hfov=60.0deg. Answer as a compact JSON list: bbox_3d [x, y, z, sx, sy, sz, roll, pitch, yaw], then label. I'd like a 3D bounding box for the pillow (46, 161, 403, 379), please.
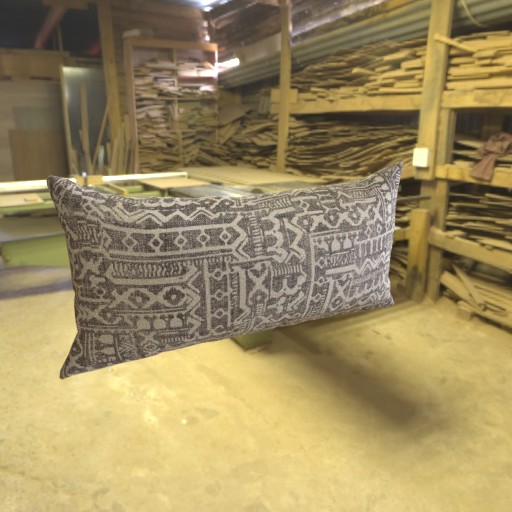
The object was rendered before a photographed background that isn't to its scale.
[{"bbox_3d":[0.000,0.000,0.733,0.631,0.290,0.148,-8,18,-26],"label":"pillow"}]
